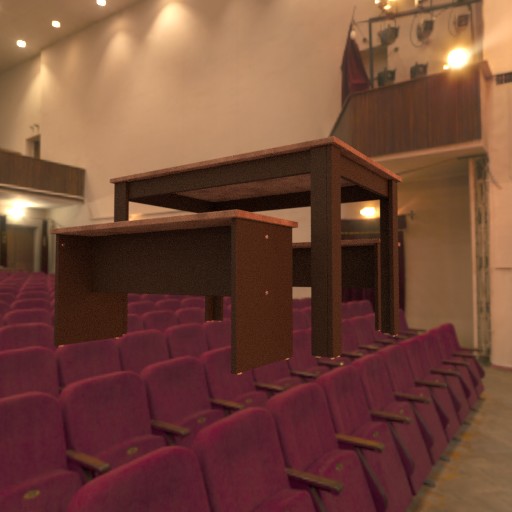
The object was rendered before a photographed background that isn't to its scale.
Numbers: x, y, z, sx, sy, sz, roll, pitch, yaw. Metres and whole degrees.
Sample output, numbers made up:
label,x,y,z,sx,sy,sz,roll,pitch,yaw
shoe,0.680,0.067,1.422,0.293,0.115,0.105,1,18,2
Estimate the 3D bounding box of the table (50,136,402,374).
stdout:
label,x,y,z,sx,sy,sz,roll,pitch,yaw
table,0.000,0.000,1.991,1.100,0.700,1.443,-2,-3,34
